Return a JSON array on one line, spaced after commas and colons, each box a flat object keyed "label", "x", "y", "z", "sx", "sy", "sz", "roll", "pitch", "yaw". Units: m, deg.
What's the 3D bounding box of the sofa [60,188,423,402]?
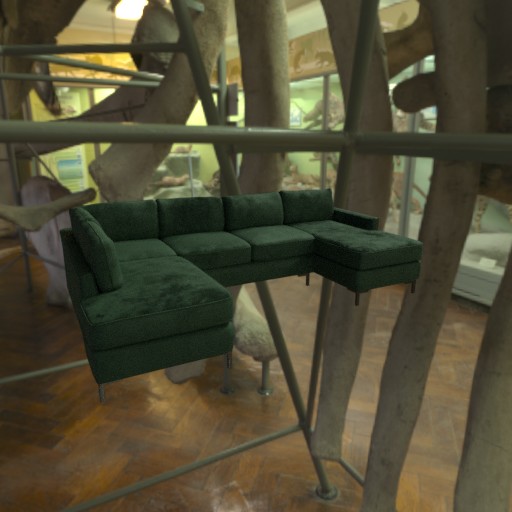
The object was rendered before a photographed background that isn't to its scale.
[{"label": "sofa", "x": 0.000, "y": 0.000, "z": 3.809, "sx": 2.994, "sy": 0.861, "sz": 1.992, "roll": -8, "pitch": 17, "yaw": -27}]
